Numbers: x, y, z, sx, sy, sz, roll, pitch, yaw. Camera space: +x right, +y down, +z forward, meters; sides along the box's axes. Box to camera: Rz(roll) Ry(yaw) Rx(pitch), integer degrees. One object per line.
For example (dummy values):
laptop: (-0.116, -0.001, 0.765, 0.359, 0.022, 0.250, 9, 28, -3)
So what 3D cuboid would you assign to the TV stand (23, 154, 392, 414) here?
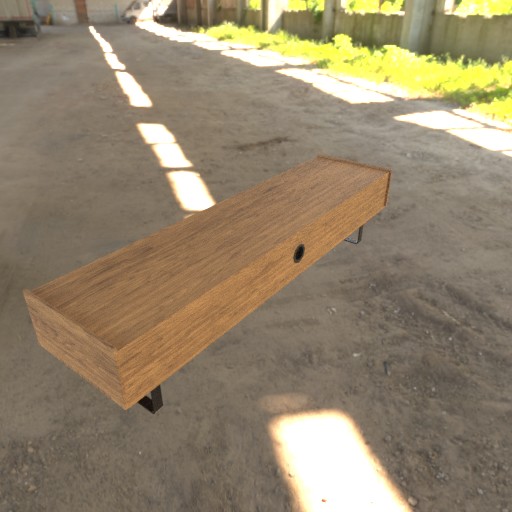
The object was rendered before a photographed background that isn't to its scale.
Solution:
TV stand: (0.000, 0.000, 1.983, 0.467, 0.415, 1.796, 21, 36, 32)
